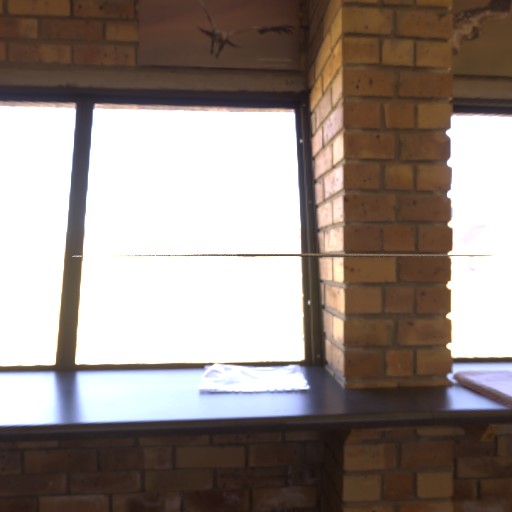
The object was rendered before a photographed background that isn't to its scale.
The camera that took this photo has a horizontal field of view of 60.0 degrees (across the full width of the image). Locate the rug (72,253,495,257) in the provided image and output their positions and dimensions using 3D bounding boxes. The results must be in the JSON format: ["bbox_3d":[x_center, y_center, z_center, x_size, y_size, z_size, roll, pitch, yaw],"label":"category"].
[{"bbox_3d":[0.000,0.000,3.900,2.363,0.012,2.980,0,0,-36],"label":"rug"}]
